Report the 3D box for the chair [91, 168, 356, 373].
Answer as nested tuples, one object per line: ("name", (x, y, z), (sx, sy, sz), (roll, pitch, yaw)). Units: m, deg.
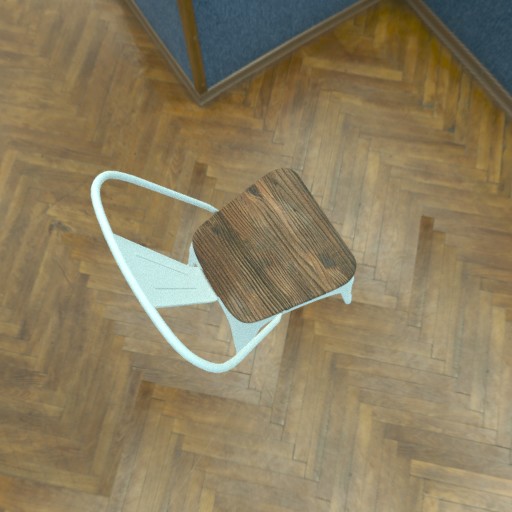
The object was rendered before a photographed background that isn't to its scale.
("chair", (0.000, 0.000, 1.171), (0.521, 0.851, 0.452), (-30, 77, -8))
